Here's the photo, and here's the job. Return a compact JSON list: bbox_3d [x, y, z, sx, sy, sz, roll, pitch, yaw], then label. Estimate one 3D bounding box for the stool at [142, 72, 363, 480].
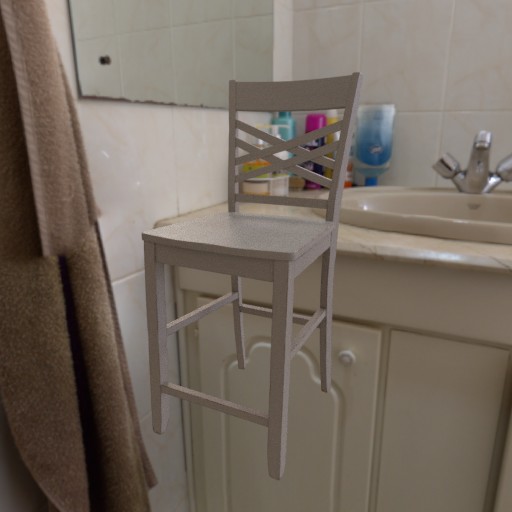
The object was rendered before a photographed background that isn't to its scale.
[{"bbox_3d":[0.000,0.000,1.363,0.462,1.079,0.539,8,17,27],"label":"stool"}]
